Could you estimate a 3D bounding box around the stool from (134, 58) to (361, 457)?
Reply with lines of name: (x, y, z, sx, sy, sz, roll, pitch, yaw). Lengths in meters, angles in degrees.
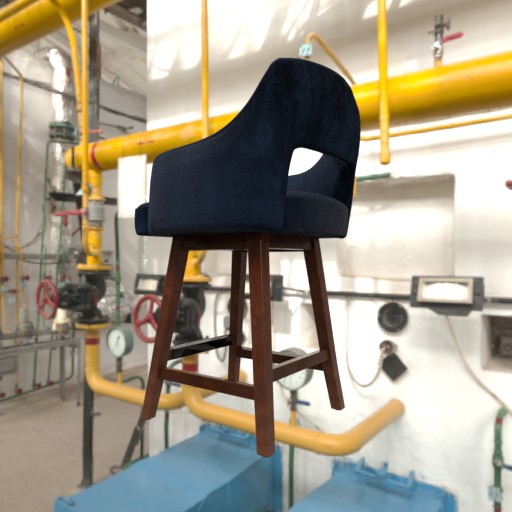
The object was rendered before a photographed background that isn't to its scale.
stool: (0.000, 0.000, 1.302, 0.560, 0.940, 0.550, 0, -1, 36)
